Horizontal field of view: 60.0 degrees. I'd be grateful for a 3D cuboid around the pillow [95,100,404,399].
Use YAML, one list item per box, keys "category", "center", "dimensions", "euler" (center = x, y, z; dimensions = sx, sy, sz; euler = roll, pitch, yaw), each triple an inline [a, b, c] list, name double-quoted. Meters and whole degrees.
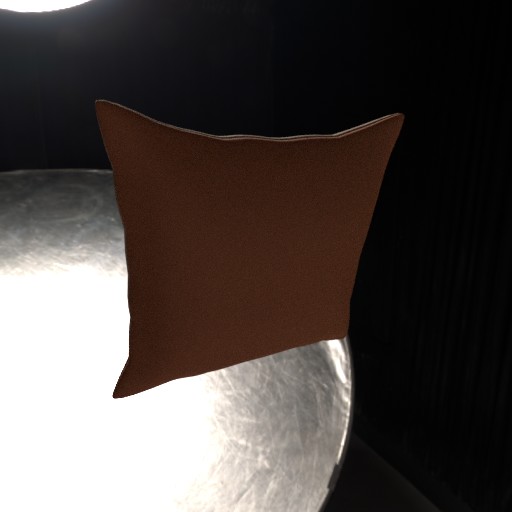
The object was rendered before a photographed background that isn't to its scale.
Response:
- category: "pillow"
  center: [0.000, 0.000, 0.684]
  dimensions: [0.453, 0.430, 0.200]
  euler: [-7, 16, -26]
